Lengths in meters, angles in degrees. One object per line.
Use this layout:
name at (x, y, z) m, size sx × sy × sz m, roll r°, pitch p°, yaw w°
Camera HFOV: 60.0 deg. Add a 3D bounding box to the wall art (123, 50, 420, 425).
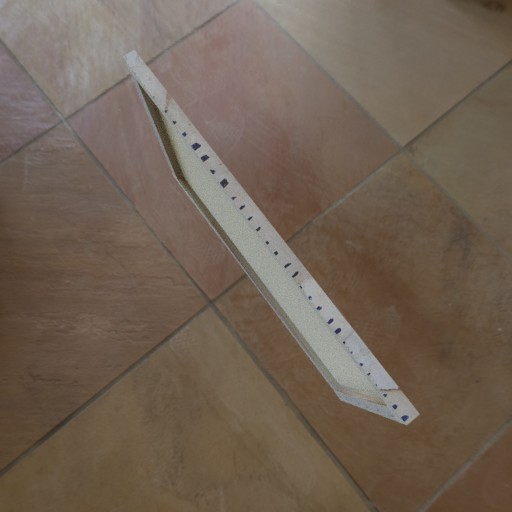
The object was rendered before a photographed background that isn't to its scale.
wall art at (0.000, 0.000, 1.433) m, size 0.038 × 0.757 × 1.143 m, roll -36°, pitch 78°, yaw -8°
